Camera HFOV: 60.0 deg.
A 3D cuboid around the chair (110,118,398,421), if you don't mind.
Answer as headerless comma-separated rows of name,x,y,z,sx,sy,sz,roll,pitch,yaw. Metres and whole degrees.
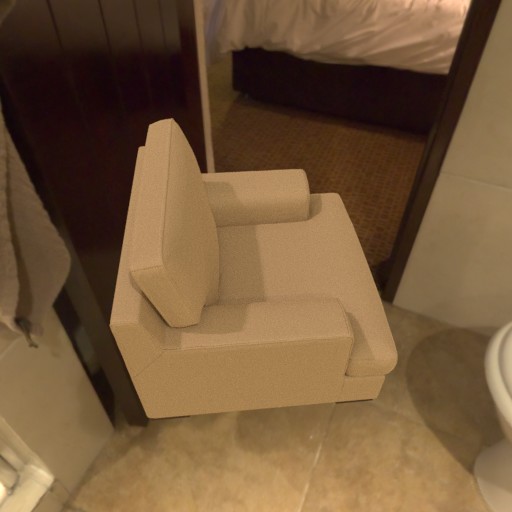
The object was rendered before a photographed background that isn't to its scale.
chair,0.000,0.000,2.177,1.274,1.005,1.293,-9,46,-9
